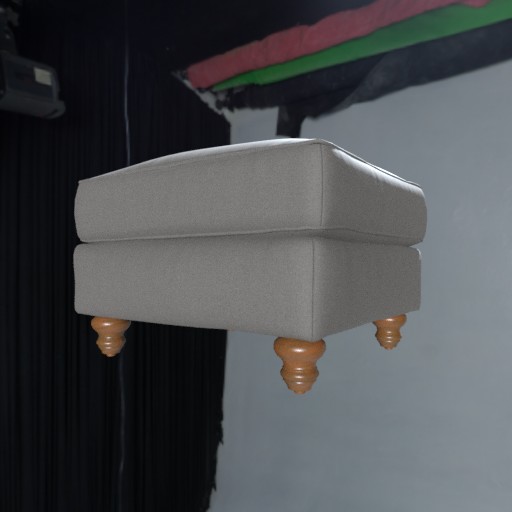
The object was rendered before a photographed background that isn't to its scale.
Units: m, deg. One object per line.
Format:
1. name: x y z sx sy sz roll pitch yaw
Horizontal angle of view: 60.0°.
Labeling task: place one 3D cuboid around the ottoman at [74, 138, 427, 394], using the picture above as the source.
1. ottoman: 0.000 0.000 1.161 0.721 0.505 0.662 0 -1 35
